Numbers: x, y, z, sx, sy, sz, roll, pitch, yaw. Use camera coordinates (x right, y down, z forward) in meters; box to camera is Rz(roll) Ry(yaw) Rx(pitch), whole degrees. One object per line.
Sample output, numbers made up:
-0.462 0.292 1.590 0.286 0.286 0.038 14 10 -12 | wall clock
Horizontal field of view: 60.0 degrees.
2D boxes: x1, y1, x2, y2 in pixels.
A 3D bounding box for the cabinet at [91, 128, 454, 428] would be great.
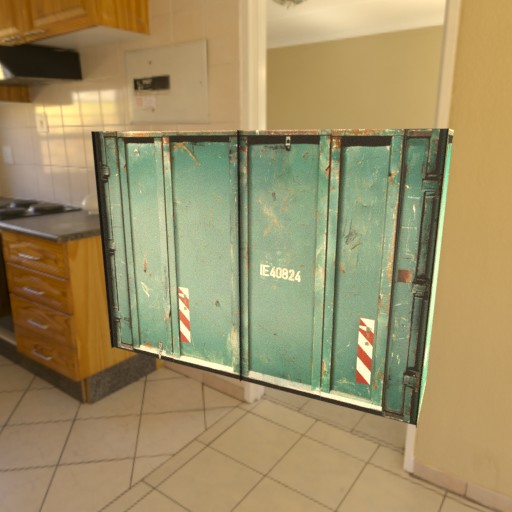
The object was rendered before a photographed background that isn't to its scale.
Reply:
0.000 0.000 3.971 3.001 2.160 0.680 7 16 25 | cabinet
